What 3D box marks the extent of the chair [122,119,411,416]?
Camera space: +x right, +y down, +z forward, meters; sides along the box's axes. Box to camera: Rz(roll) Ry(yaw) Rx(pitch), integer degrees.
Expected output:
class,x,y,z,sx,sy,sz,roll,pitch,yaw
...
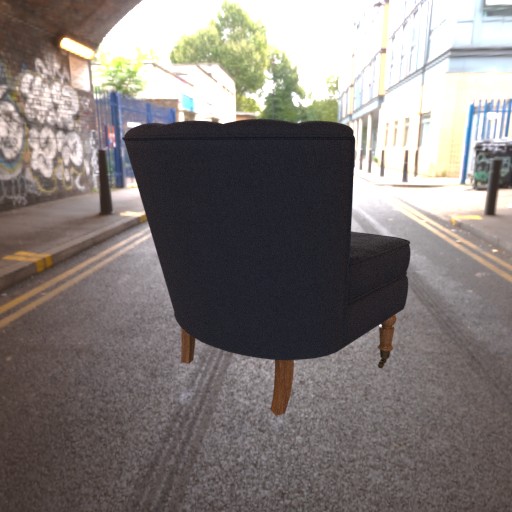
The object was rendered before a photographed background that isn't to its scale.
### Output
class,x,y,z,sx,sy,sz,roll,pitch,yaw
chair,0.000,0.000,1.360,0.740,0.771,0.718,14,19,43
